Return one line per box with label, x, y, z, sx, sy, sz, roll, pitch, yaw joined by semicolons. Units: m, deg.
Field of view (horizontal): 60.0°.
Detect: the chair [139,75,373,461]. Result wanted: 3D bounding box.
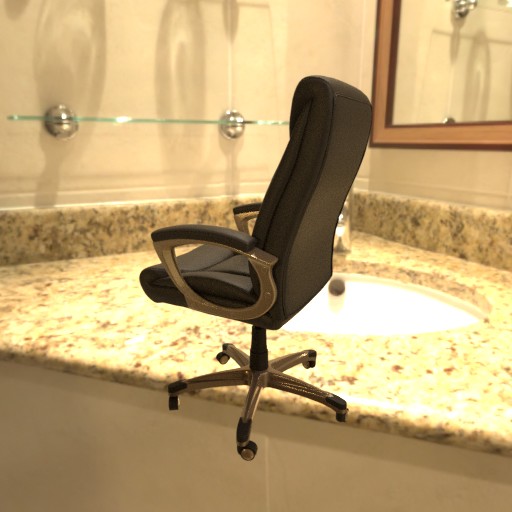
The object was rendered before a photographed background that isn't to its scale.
chair;0.000;0.000;1.641;0.748;1.188;0.694;7;17;25
